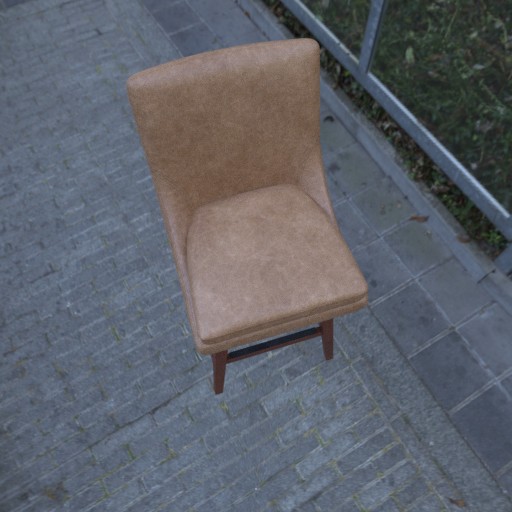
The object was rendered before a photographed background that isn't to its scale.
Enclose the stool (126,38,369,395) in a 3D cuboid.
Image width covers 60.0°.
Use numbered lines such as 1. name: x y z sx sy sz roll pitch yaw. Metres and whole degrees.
1. stool: 0.000 0.000 1.383 0.487 1.079 0.572 -15 63 -8
